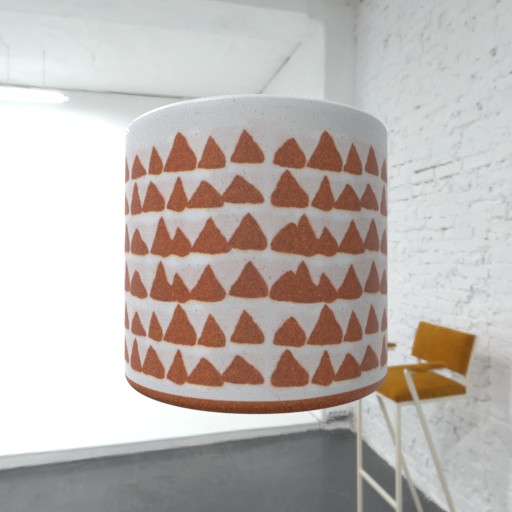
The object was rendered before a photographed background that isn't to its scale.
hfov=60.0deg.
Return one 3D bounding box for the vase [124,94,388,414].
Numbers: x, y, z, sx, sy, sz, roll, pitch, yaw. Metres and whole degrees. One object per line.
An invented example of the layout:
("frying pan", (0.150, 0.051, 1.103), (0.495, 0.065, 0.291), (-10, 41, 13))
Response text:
("vase", (0.000, 0.000, 0.240), (0.137, 0.127, 0.137), (0, 0, 0))
